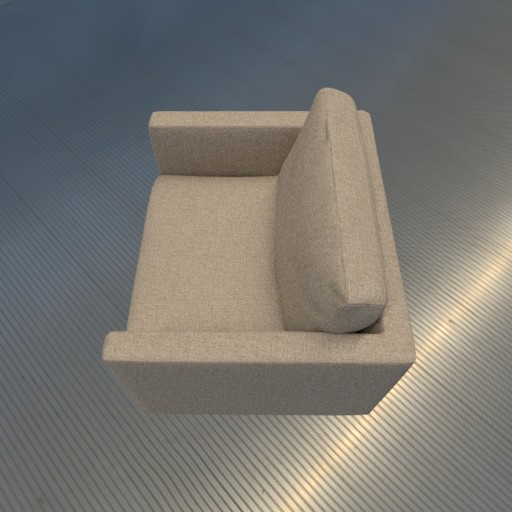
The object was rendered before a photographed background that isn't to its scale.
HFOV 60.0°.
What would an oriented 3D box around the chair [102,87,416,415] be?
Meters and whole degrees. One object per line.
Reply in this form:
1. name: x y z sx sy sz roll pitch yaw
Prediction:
1. chair: 0.000 0.000 1.788 0.959 0.961 1.107 0 57 0
